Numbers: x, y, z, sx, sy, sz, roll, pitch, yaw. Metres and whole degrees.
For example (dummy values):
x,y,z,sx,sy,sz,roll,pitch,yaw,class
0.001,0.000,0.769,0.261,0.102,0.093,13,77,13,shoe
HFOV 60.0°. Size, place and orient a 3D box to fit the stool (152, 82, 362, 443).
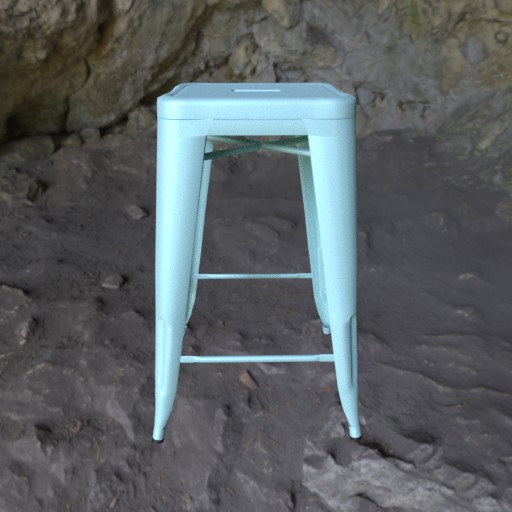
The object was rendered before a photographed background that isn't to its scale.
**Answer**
x,y,z,sx,sy,sz,roll,pitch,yaw,class
0.000,0.000,0.859,0.399,0.609,0.359,-1,26,-1,stool
